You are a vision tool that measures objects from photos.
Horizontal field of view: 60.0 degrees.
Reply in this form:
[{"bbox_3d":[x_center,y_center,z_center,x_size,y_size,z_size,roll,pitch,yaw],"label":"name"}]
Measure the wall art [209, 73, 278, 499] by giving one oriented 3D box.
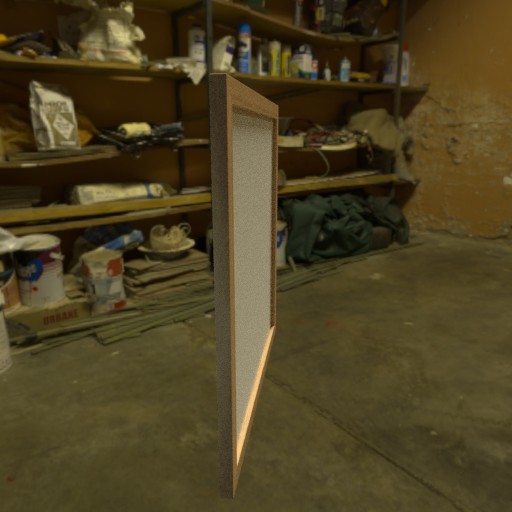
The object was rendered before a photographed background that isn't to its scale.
[{"bbox_3d":[0.000,0.000,1.116,0.027,0.762,0.762,2,15,8],"label":"wall art"}]
